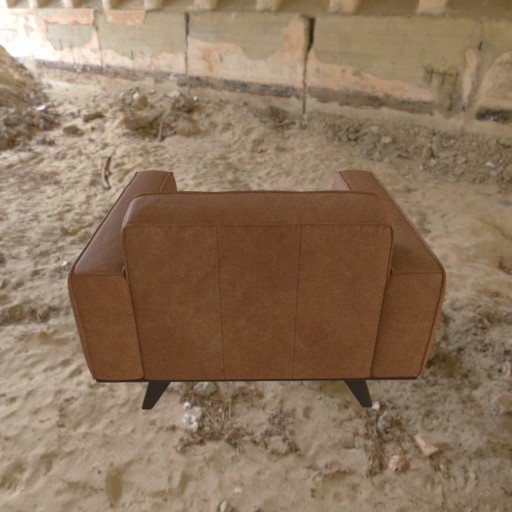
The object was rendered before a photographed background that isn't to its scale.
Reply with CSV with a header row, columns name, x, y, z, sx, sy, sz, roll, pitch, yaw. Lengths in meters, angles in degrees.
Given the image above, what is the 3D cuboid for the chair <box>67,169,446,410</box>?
name,x,y,z,sx,sy,sz,roll,pitch,yaw
chair,0.000,0.000,1.727,1.118,0.782,0.952,0,29,-1
